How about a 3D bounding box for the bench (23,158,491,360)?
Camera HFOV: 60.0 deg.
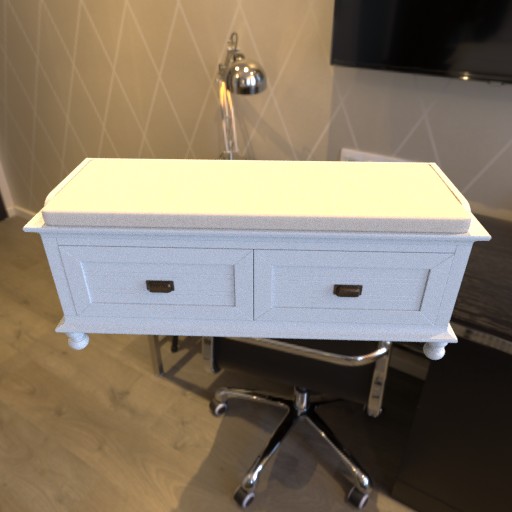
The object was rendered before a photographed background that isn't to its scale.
[{"bbox_3d":[0.000,0.000,1.391,1.185,0.486,0.402,1,32,2],"label":"bench"}]
